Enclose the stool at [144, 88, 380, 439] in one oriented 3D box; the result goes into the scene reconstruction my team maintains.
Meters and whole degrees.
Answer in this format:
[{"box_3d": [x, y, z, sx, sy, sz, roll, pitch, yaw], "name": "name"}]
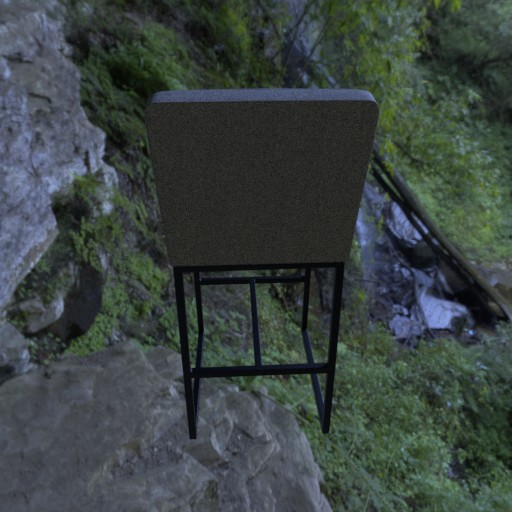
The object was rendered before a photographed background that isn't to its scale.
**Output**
[{"box_3d": [0.000, 0.000, 1.326, 0.459, 1.034, 0.571, -1, 31, -2], "name": "stool"}]
